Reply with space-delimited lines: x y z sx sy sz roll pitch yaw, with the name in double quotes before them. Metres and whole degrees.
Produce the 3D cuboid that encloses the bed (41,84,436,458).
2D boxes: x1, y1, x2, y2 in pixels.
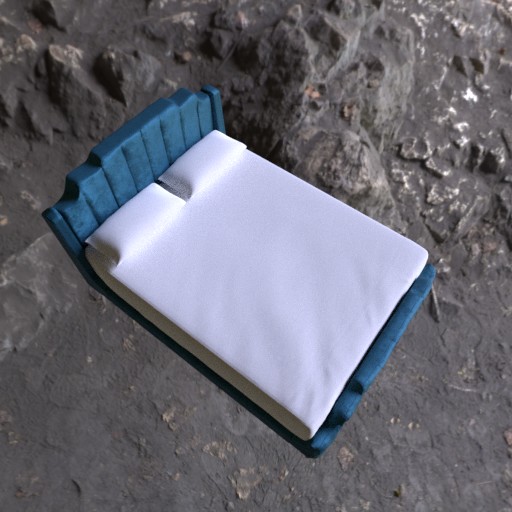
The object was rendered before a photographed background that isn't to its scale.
"bed" 0.000 0.000 3.296 2.322 1.338 1.678 33 64 19
